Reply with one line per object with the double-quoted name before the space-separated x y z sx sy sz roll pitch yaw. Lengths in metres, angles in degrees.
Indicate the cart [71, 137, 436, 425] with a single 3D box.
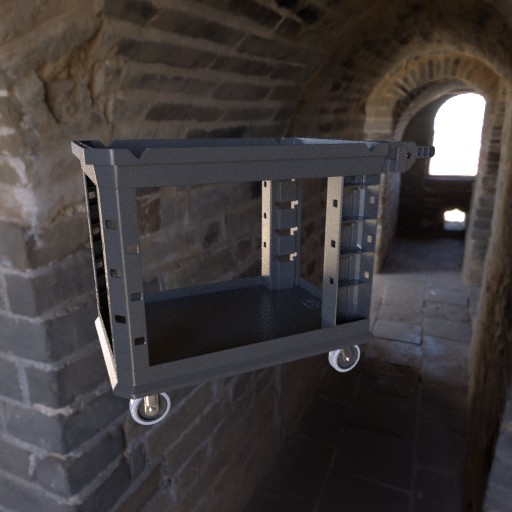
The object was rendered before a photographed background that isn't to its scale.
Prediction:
"cart" 0.000 0.000 1.758 1.239 0.884 0.674 -8 18 -24
